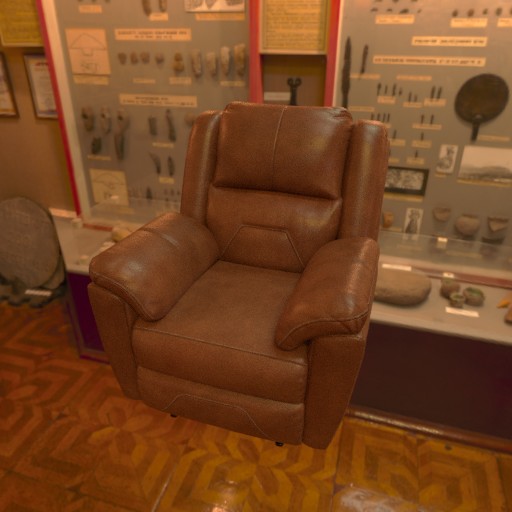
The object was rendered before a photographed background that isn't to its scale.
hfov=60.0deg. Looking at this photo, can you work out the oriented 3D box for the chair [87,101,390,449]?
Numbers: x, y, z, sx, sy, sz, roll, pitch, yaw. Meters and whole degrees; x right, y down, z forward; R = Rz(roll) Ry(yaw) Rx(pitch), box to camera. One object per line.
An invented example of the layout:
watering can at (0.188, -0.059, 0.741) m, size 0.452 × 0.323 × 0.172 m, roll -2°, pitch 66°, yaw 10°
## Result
chair at (0.000, 0.000, 1.848) m, size 0.990 × 1.093 × 1.041 m, roll 9°, pitch 29°, yaw 16°
